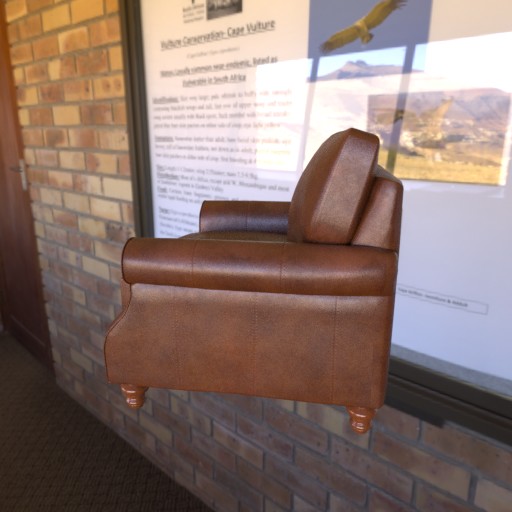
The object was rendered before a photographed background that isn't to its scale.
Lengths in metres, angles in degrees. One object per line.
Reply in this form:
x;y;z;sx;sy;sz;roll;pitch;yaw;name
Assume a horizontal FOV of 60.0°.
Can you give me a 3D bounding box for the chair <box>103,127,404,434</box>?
0.000;0.000;1.761;0.992;0.972;0.989;3;16;10;chair
